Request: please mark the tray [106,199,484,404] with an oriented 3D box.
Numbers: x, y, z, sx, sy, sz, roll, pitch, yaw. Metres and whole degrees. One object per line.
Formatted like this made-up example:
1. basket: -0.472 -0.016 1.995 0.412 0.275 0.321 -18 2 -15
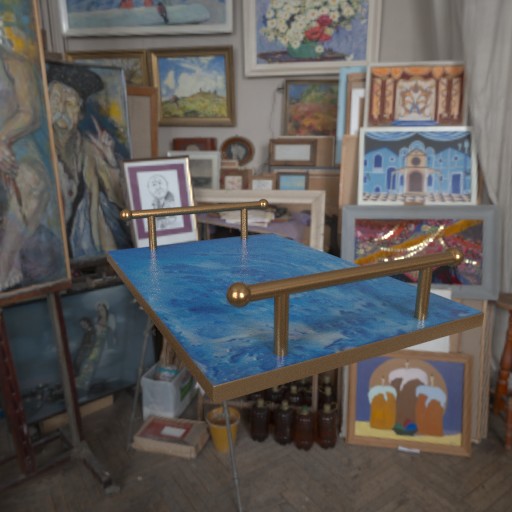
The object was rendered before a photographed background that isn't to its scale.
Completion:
1. tray: 0.000 0.000 0.574 0.304 0.084 0.444 -8 17 -27
